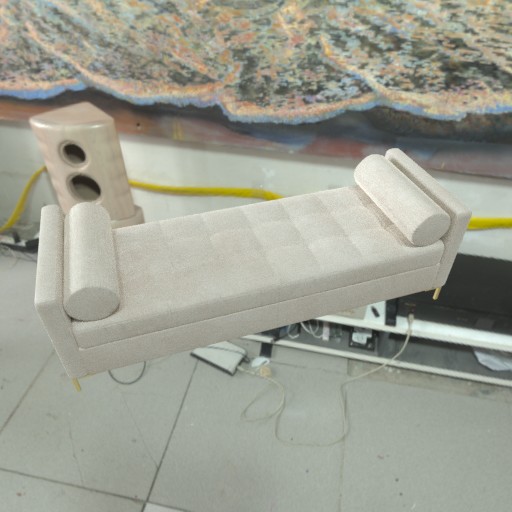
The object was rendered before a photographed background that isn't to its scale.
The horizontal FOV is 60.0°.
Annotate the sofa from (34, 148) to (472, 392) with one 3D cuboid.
[{"bbox_3d":[0.000,0.000,2.336,1.981,0.635,0.686,-12,43,-13],"label":"sofa"}]
